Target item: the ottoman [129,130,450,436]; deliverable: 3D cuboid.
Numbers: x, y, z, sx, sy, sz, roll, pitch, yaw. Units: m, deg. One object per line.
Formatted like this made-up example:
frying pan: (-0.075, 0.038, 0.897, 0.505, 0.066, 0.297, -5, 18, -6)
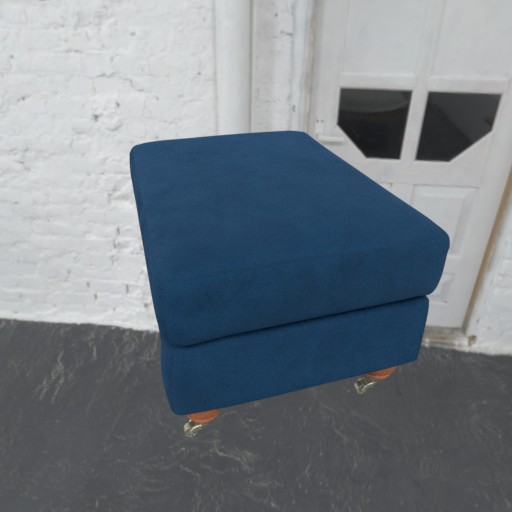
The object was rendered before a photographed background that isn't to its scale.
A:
ottoman: (0.000, 0.000, 1.168, 0.572, 0.503, 0.773, -9, 32, -14)
